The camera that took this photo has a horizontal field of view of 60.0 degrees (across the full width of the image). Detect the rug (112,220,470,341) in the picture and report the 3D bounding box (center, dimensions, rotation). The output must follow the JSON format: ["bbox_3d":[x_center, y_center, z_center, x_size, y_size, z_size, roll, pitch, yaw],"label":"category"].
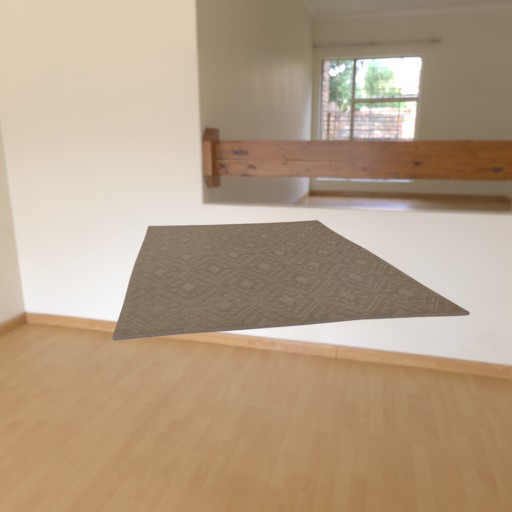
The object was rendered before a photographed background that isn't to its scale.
[{"bbox_3d":[0.000,0.000,2.361,1.252,0.034,1.829,-2,15,-9],"label":"rug"}]
